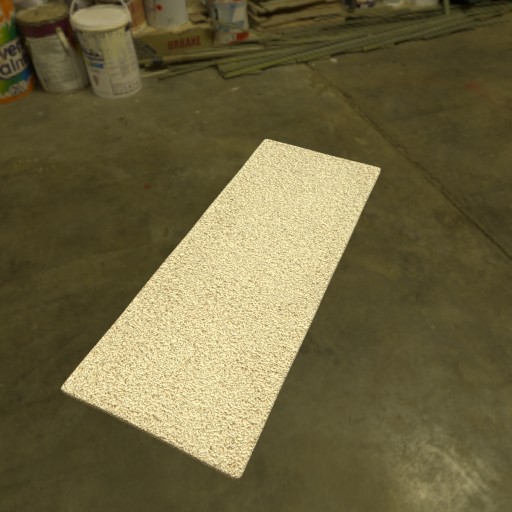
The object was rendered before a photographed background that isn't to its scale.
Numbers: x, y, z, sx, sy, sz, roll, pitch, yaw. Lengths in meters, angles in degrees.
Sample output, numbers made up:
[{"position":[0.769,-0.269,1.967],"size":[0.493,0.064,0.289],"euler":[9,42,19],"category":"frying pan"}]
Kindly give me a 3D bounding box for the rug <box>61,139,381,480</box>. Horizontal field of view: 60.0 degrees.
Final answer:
[{"position":[0.000,0.000,1.733],"size":[0.609,0.030,1.524],"euler":[19,50,17],"category":"rug"}]
